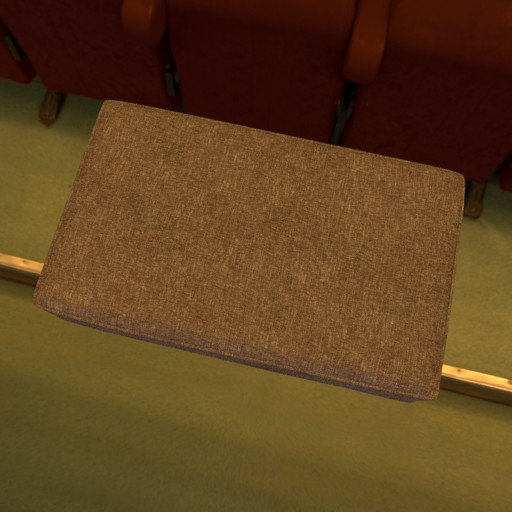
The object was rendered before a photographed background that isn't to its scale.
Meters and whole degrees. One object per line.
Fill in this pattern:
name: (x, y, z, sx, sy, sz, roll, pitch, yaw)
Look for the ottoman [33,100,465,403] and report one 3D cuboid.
ottoman: (0.000, 0.000, 1.487, 1.184, 0.487, 0.717, 13, 76, 3)
